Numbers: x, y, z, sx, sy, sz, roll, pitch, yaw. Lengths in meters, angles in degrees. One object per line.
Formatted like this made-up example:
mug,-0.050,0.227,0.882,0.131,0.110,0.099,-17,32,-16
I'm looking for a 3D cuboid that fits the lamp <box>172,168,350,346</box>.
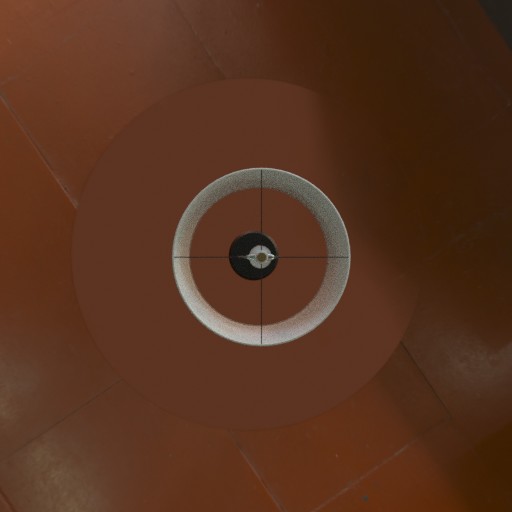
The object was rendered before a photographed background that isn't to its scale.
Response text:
lamp,0.000,0.000,1.745,0.404,1.517,0.404,0,90,-1
